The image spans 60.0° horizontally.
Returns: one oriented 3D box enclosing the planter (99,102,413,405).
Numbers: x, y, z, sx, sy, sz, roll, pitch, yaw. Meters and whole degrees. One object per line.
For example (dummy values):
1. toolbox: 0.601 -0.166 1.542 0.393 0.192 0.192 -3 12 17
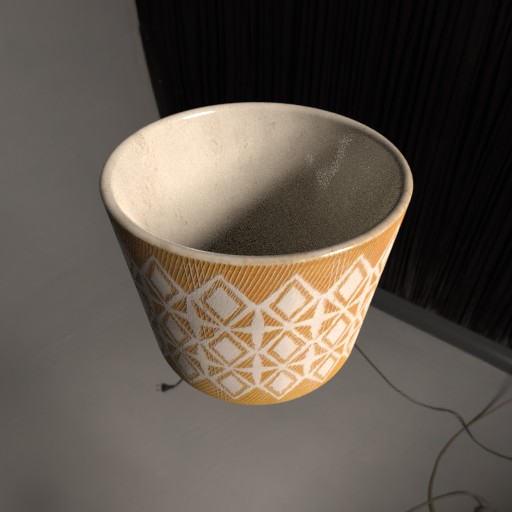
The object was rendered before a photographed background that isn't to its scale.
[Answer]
1. planter: 0.000 0.000 0.218 0.126 0.104 0.126 0 41 0
